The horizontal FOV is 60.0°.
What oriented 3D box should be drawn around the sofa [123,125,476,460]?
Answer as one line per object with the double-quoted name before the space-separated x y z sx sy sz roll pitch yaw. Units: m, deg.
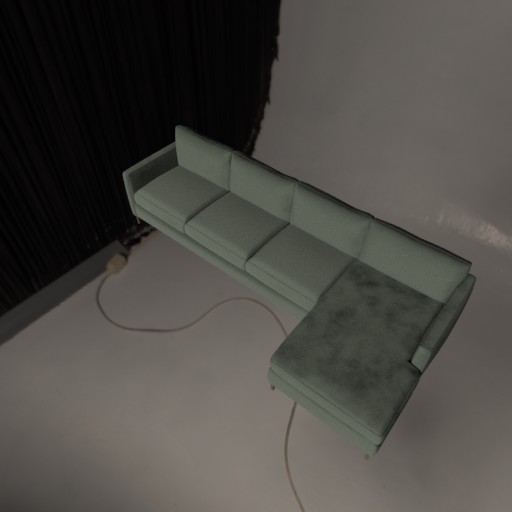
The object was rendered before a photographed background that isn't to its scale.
"sofa" 0.000 0.000 3.234 2.725 0.756 1.255 31 54 26
